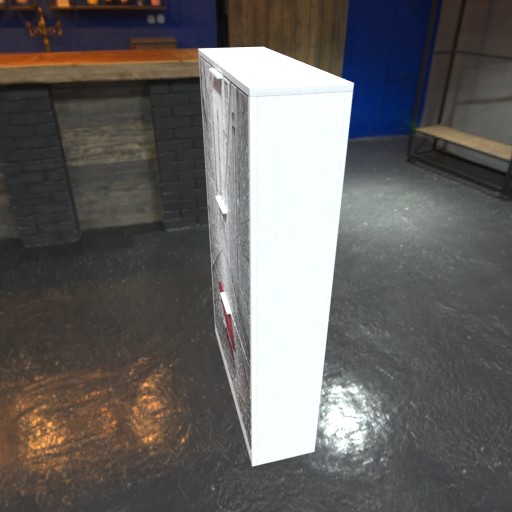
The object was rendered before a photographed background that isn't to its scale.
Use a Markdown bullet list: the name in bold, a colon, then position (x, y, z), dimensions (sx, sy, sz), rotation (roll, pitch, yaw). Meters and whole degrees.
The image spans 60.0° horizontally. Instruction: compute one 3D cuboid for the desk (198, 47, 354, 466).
- **desk**: position (0.000, 0.000, 1.585), dimensions (0.250, 1.280, 0.750), rotation (-8, 32, -12)
